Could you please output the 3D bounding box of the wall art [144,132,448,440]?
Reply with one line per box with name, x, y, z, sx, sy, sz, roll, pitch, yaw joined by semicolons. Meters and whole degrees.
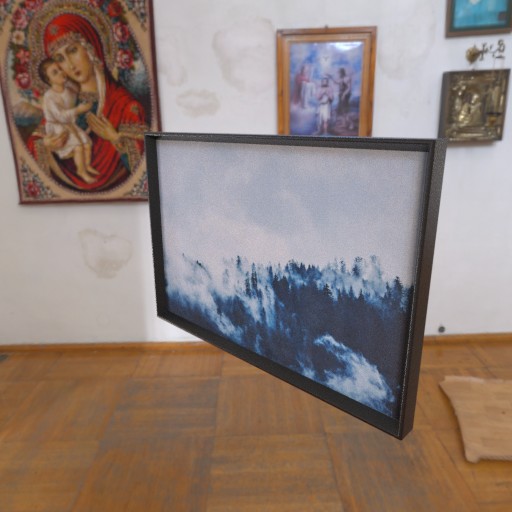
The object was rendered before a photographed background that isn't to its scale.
wall art;0.000;0.000;1.211;0.939;0.640;0.058;15;23;42
